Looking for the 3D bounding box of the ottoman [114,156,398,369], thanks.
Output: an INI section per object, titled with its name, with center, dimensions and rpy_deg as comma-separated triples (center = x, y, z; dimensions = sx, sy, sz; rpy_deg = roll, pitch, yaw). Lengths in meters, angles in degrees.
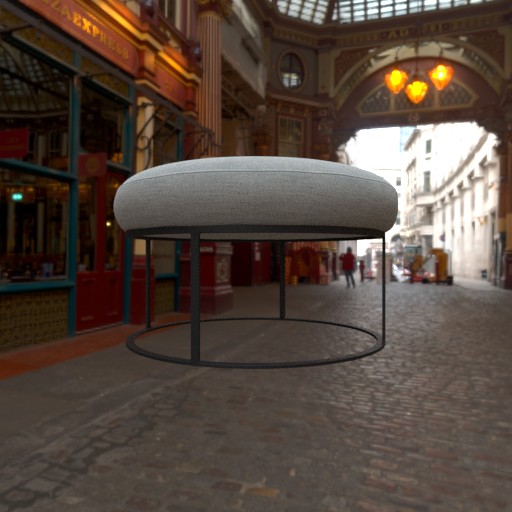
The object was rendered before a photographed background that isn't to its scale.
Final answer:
[ottoman]
center = 0.000, 0.000, 1.256
dimensions = 0.769, 0.459, 0.769
rpy_deg = 0, 0, 0
